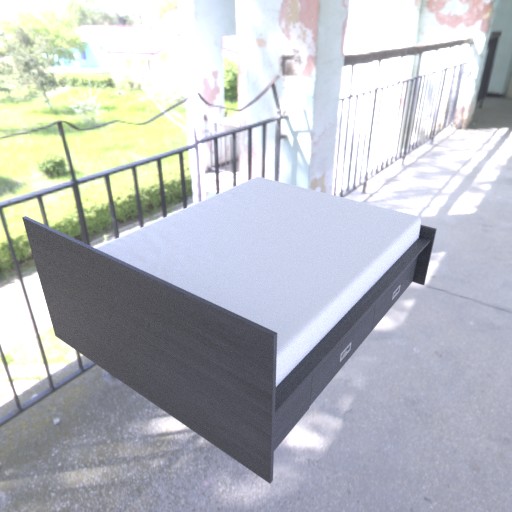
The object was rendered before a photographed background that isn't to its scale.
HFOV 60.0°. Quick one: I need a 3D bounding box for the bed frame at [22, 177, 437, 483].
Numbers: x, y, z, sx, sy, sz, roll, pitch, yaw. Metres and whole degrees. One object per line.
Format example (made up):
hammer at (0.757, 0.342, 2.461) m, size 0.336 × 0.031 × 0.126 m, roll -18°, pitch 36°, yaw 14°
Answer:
bed frame at (0.000, 0.000, 2.797) m, size 1.622 × 0.800 × 1.960 m, roll 20°, pitch 35°, yaw 32°
